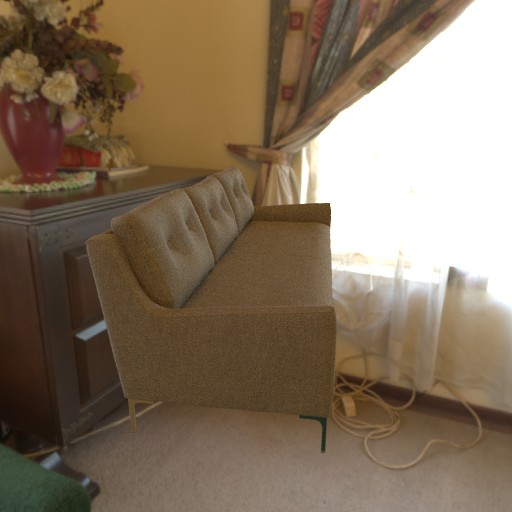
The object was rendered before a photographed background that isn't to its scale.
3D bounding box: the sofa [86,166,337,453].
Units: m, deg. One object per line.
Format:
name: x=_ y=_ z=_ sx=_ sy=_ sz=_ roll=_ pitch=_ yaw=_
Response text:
sofa: x=0.000 y=0.000 z=2.470 sx=0.849 sy=0.837 sz=2.060 roll=3 pitch=17 yaw=8
